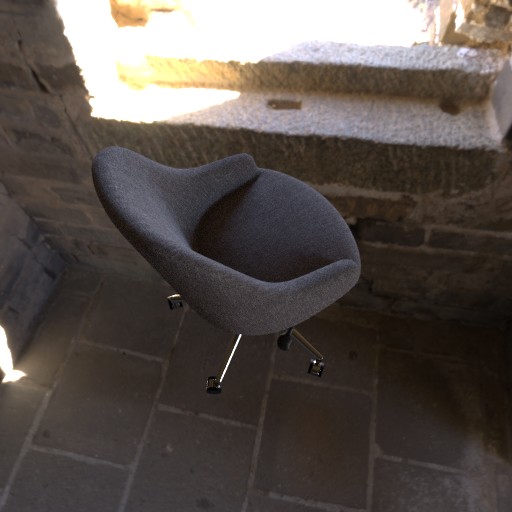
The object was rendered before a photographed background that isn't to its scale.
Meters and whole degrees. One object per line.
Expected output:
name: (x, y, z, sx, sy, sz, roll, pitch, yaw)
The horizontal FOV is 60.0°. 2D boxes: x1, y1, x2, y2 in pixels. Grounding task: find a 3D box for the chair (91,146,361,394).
chair: (0.000, 0.000, 1.383, 0.712, 0.950, 0.671, -31, 62, -18)
